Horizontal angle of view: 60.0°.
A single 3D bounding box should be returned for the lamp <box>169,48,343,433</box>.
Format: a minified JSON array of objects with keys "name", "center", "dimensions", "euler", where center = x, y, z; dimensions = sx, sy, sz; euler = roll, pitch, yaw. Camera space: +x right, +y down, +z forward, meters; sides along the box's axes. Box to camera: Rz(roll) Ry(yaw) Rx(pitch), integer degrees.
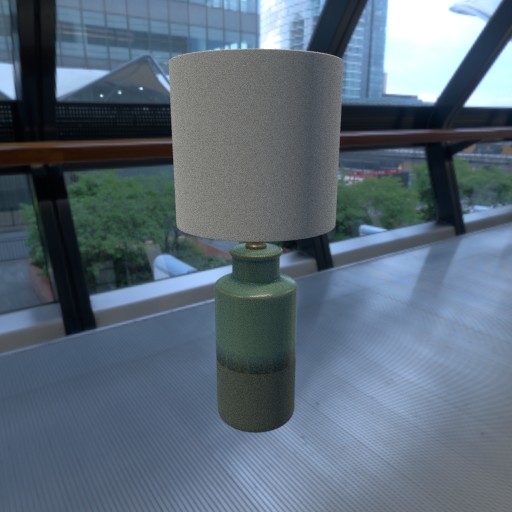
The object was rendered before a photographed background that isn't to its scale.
[{"name":"lamp","center":[0.000,0.000,0.614],"dimensions":[0.212,0.493,0.212],"euler":[3,16,10]}]
